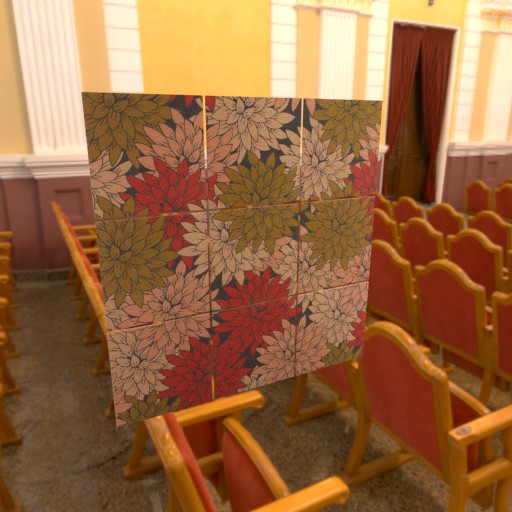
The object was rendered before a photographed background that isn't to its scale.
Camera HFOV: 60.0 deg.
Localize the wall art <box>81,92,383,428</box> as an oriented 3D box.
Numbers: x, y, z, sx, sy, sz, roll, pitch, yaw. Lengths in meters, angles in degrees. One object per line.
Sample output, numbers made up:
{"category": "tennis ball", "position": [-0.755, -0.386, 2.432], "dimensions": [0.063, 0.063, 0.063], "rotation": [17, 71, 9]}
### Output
{"category": "wall art", "position": [0.000, 0.000, 2.268], "dimensions": [1.519, 1.534, 0.013], "rotation": [-8, 19, -26]}
